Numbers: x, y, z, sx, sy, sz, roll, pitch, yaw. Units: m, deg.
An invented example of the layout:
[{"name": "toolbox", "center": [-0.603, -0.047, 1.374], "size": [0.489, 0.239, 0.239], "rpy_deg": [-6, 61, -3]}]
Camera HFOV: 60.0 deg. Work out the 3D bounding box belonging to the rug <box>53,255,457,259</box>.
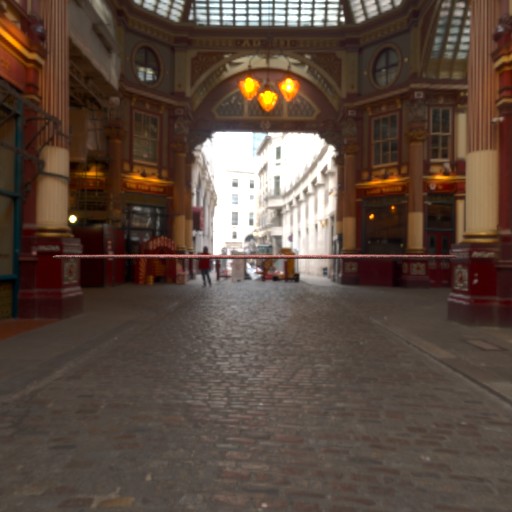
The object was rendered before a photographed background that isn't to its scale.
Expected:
[{"name": "rug", "center": [0.000, 0.000, 5.043], "size": [2.803, 0.025, 3.965], "rpy_deg": [0, 0, 0]}]
